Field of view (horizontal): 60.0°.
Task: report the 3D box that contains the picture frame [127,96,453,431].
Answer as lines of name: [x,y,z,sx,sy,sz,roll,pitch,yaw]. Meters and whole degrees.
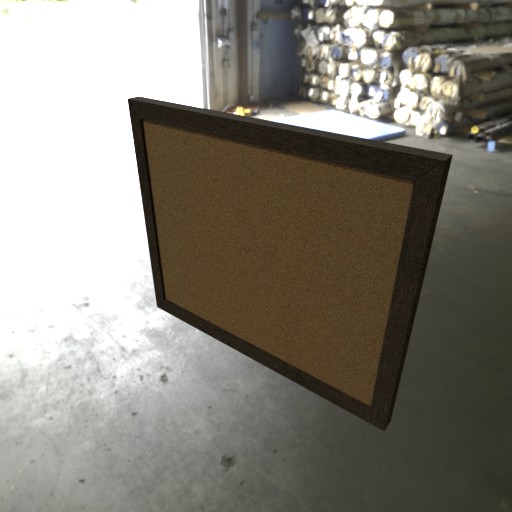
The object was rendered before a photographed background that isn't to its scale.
picture frame: [0.000,0.000,0.756,0.546,0.455,0.026,21,37,31]
